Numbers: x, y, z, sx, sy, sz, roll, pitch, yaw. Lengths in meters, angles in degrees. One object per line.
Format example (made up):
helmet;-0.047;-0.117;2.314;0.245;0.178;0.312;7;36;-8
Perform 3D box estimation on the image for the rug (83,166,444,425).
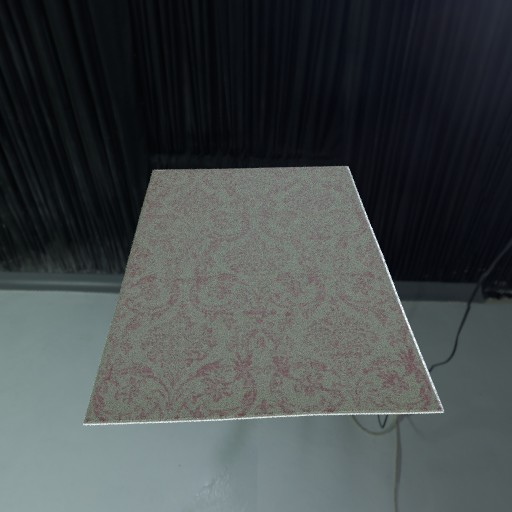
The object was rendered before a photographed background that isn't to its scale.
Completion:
rug;0.000;0.000;2.789;1.598;0.014;2.202;-1;41;-2
